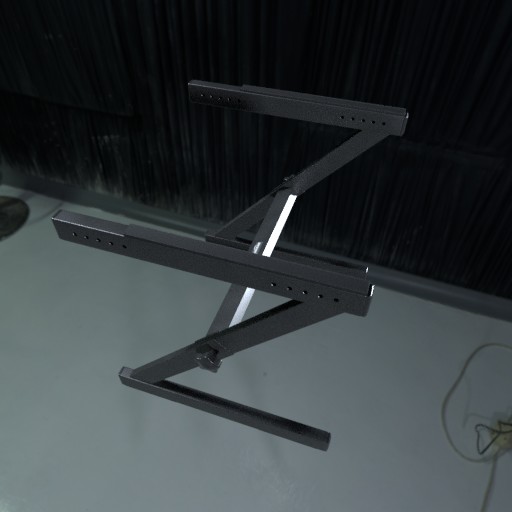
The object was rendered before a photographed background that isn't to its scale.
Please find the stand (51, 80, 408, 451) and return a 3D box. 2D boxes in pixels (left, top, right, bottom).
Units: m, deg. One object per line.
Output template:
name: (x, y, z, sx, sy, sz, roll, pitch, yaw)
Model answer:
stand: (0.000, 0.000, 1.164, 0.586, 0.617, 0.700, 13, 47, 13)
